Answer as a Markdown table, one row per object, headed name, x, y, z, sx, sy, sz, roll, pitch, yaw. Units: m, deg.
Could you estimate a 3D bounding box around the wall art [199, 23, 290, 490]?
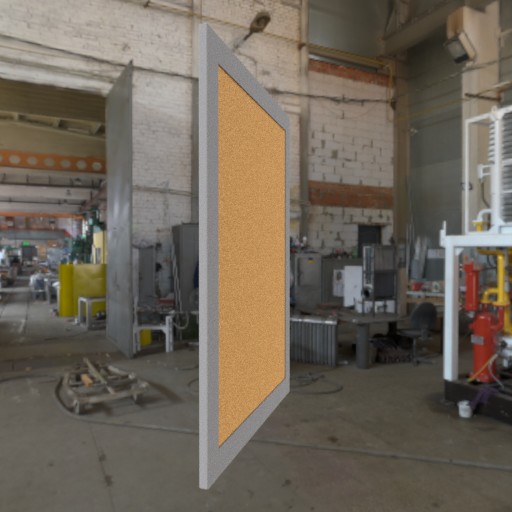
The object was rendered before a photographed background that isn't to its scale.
| name | x | y | z | sx | sy | sz | roll | pitch | yaw |
| --- | --- | --- | --- | --- | --- | --- | --- | --- | --- |
| wall art | 0.000 | 0.000 | 0.680 | 0.012 | 0.529 | 0.374 | 0 | 1 | 19 |
